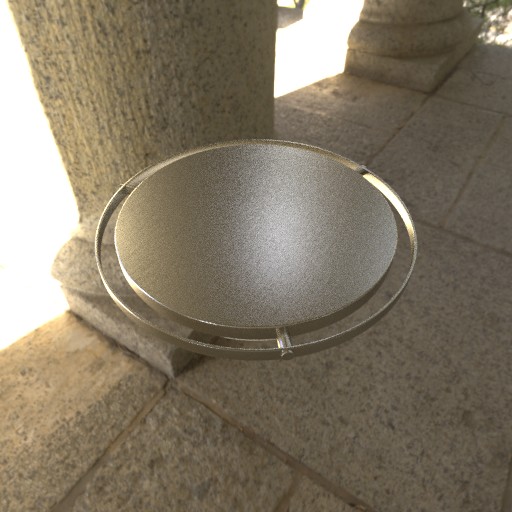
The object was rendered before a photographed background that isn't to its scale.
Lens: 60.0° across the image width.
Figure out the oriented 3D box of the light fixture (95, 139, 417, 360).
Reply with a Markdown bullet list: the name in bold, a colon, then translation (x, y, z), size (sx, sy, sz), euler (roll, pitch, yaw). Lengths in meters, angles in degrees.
- **light fixture**: translation (0.000, 0.000, 0.554), size (0.361, 0.130, 0.361), euler (0, 44, 0)
